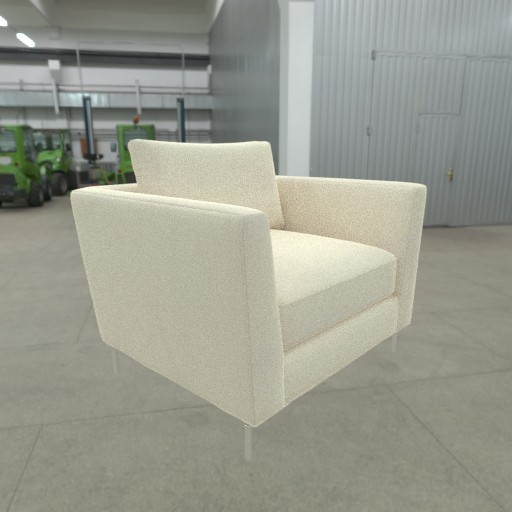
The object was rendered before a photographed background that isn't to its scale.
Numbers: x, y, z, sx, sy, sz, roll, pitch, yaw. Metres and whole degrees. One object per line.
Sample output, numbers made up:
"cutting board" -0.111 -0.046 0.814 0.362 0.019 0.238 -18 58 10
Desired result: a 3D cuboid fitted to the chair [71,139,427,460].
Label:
"chair" 0.000 0.000 1.699 0.889 0.865 1.041 13 19 41
